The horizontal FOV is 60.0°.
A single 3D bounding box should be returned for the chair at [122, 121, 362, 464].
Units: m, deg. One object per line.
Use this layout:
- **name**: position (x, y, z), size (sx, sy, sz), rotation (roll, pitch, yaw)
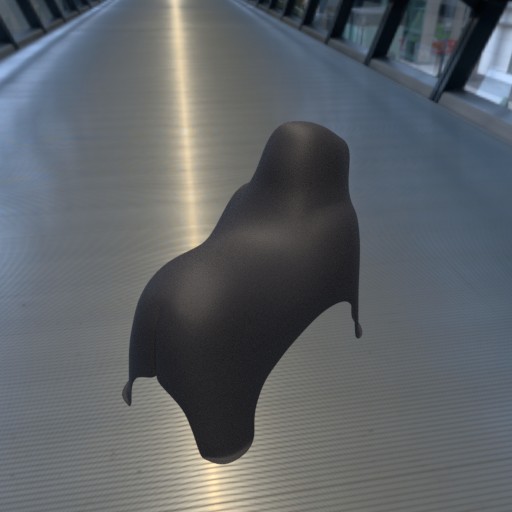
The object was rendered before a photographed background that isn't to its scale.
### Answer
- **chair**: position (0.000, 0.000, 1.153), size (0.490, 0.600, 0.758), rotation (21, 38, 29)
